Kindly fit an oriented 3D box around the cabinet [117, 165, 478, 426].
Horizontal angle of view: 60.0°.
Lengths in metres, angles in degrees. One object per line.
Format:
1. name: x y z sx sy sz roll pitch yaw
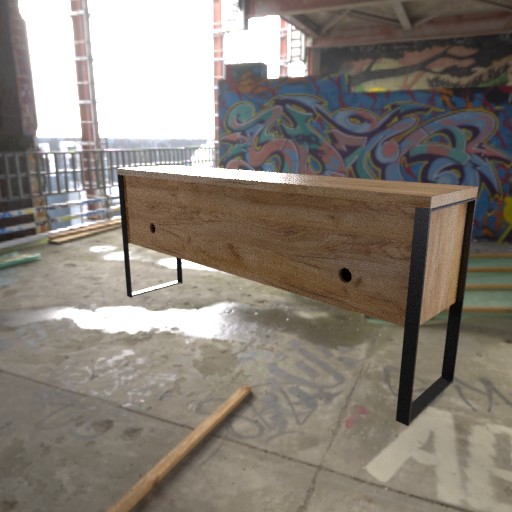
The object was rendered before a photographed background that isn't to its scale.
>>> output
1. cabinet: 0.000 0.000 2.119 1.800 0.762 0.395 14 20 43
